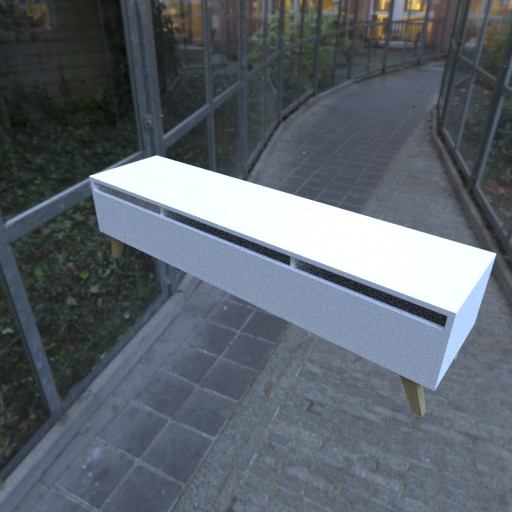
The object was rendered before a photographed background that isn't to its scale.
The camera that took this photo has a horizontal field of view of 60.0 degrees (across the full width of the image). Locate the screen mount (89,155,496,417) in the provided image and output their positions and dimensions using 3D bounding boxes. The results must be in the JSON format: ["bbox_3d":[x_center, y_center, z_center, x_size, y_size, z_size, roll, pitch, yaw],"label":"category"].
[{"bbox_3d":[0.000,0.000,1.831,1.644,0.432,0.399,22,37,33],"label":"screen mount"}]
